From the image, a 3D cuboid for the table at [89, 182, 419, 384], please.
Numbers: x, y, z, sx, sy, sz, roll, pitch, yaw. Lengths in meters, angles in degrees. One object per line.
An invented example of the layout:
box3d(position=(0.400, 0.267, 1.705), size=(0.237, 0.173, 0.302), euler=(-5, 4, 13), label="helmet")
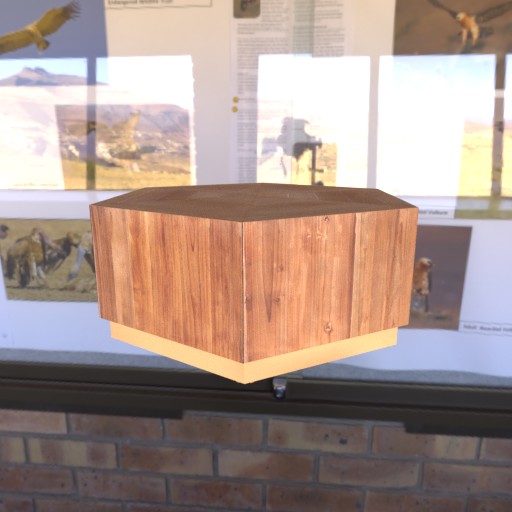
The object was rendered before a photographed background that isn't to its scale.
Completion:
box3d(position=(0.000, 0.000, 1.675), size=(1.154, 0.456, 1.000), euler=(-7, 16, -26), label="table")
